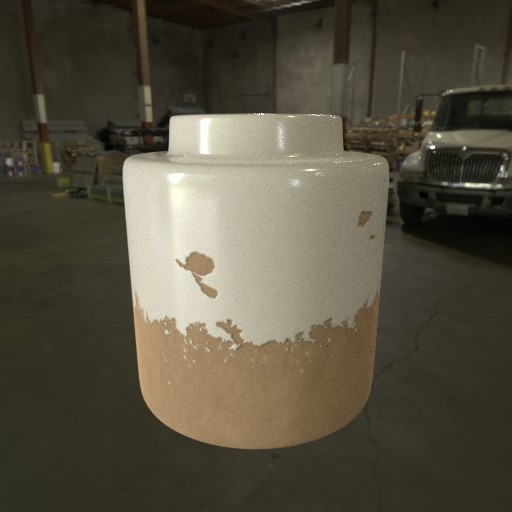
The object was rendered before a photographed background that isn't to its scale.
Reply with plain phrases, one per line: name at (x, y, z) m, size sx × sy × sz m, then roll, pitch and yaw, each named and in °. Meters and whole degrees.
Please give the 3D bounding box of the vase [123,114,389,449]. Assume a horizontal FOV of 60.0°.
vase at (0.000, 0.000, 0.278) m, size 0.153 × 0.167 × 0.153 m, roll 0°, pitch 16°, yaw 0°
